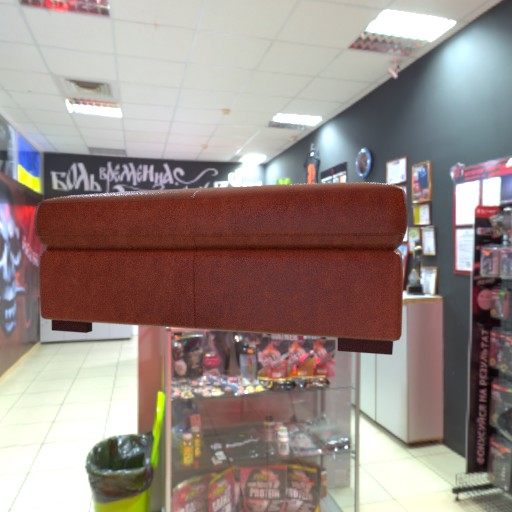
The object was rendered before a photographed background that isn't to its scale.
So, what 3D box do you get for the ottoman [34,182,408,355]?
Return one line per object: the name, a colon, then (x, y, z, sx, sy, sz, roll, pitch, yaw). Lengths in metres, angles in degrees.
ottoman: (0.000, 0.000, 1.827, 1.168, 0.483, 1.169, 0, 1, 18)
